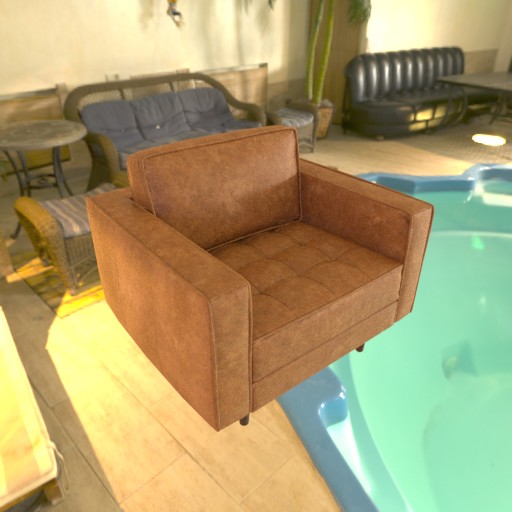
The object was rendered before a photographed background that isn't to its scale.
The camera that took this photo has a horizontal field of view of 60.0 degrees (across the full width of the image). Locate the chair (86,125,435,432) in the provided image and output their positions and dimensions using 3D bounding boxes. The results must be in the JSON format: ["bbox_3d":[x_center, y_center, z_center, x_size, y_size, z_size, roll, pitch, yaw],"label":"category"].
[{"bbox_3d":[0.000,0.000,1.569,0.928,0.767,0.798,-21,36,-33],"label":"chair"}]
